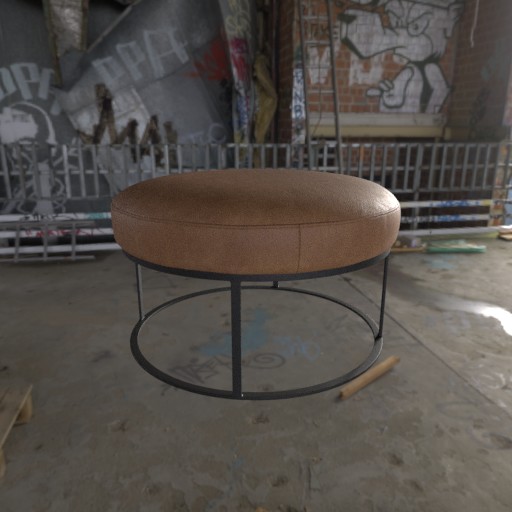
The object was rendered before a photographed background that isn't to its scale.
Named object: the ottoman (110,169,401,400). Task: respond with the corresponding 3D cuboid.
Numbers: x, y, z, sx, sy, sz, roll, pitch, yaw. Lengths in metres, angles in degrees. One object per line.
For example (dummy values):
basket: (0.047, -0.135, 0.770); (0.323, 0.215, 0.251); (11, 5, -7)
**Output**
ottoman: (0.000, 0.000, 1.278); (0.771, 0.460, 0.771); (0, 16, 0)
